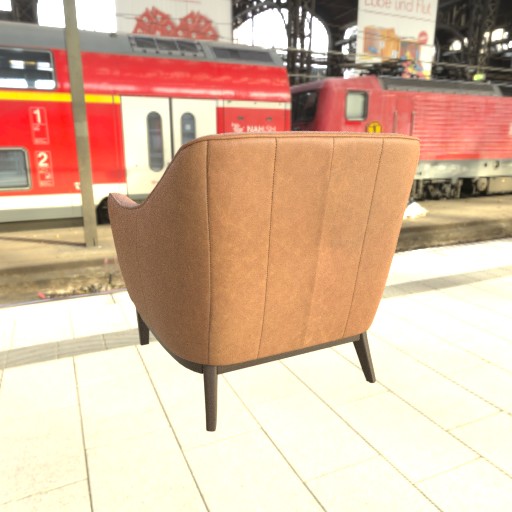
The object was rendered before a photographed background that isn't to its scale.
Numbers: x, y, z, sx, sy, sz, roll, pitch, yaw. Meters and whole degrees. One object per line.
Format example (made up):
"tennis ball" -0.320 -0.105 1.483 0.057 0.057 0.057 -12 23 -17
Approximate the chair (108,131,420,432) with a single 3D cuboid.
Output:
"chair" 0.000 0.000 1.560 0.871 0.830 0.852 -7 16 -26
